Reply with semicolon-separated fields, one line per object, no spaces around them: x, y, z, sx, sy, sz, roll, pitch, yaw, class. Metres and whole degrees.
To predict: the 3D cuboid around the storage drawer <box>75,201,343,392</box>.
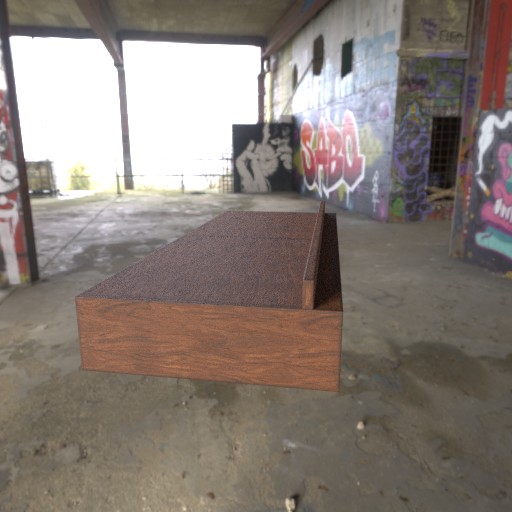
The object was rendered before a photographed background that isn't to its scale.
0.000;0.000;2.144;0.774;0.339;1.914;2;13;9;storage drawer
